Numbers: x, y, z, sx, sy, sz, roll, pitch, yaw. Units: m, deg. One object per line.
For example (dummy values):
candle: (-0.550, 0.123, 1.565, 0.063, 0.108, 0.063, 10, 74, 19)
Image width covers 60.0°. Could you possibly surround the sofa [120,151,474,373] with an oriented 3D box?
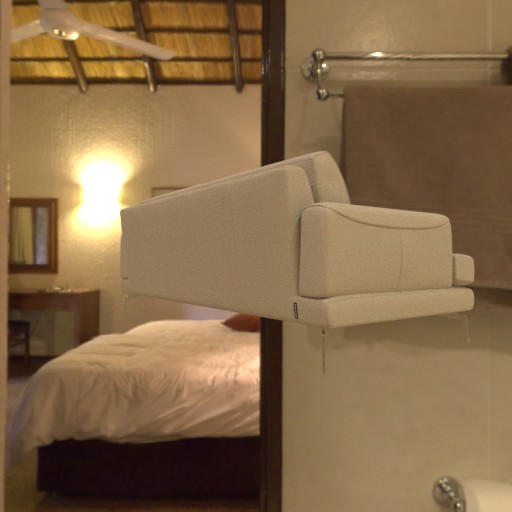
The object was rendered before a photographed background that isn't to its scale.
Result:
sofa: (0.000, 0.000, 2.420, 0.974, 0.765, 1.940, 0, -1, -36)
